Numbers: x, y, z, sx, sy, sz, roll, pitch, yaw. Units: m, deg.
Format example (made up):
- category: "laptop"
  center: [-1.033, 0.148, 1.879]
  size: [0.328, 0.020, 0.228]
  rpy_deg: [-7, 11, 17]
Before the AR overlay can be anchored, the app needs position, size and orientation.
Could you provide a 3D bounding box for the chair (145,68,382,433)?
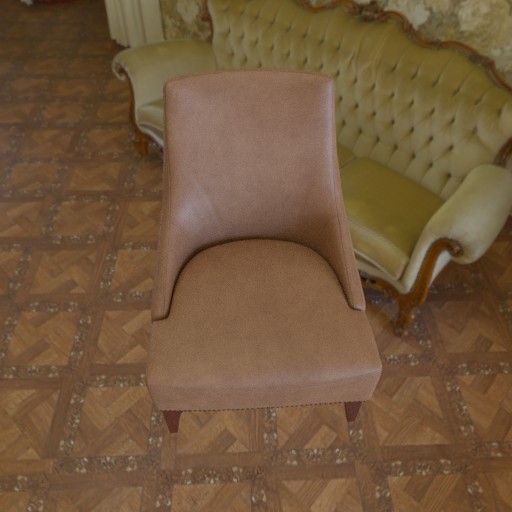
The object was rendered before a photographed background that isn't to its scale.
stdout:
- category: "chair"
  center: [0.000, 0.000, 1.484]
  size: [0.701, 0.909, 0.861]
  rpy_deg: [-3, 46, -3]
